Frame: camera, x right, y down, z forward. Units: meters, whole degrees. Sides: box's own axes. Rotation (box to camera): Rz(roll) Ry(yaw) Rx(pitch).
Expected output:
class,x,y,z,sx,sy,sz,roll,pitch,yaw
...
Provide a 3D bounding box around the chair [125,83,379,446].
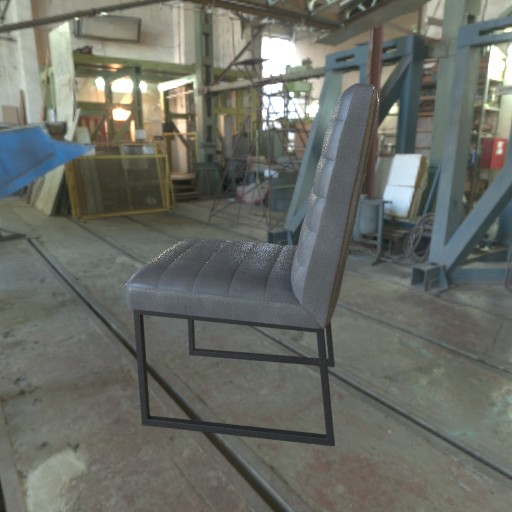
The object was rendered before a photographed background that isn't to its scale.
class,x,y,z,sx,sy,sz,roll,pitch,yaw
chair,0.000,0.000,1.349,0.634,0.930,0.520,2,15,9
